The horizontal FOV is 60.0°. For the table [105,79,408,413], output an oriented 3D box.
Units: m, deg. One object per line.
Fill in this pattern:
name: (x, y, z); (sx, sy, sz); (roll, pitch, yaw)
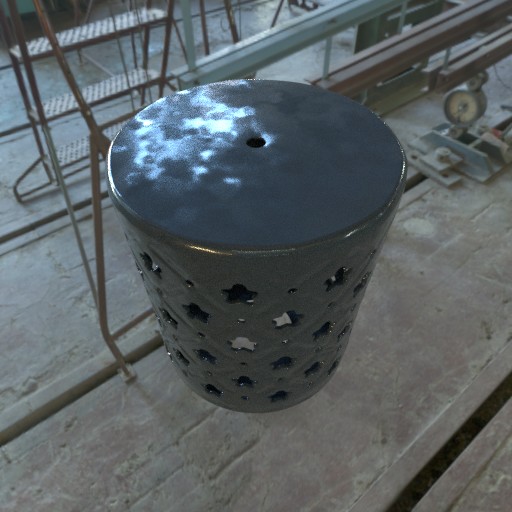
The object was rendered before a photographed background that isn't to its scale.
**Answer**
table: (0.000, 0.000, 0.657); (0.352, 0.387, 0.352); (0, 47, 0)
